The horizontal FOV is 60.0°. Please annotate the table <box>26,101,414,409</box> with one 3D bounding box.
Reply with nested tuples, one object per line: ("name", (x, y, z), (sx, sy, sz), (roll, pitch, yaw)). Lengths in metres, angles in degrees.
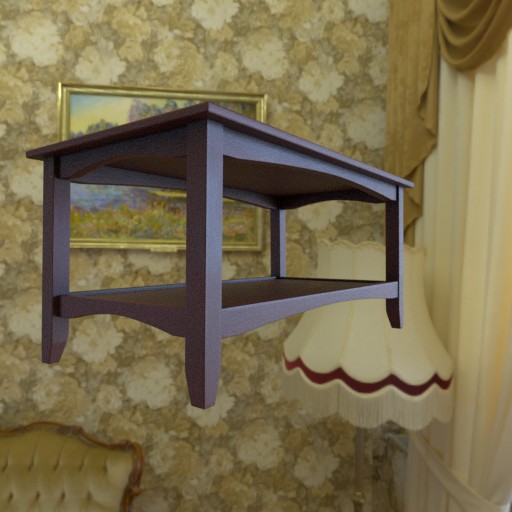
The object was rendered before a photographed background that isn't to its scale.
("table", (0.000, 0.000, 1.172), (0.533, 0.456, 0.943), (0, 1, 37))
